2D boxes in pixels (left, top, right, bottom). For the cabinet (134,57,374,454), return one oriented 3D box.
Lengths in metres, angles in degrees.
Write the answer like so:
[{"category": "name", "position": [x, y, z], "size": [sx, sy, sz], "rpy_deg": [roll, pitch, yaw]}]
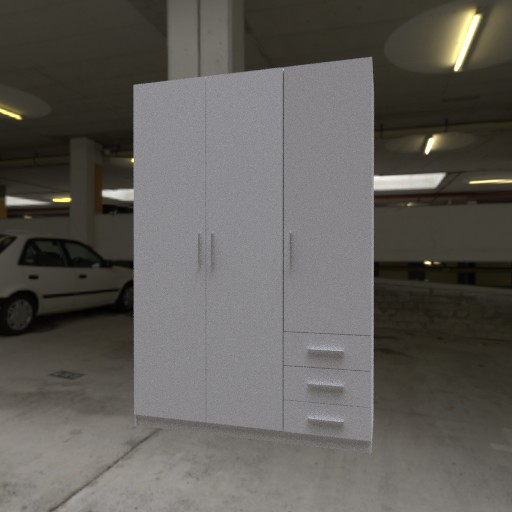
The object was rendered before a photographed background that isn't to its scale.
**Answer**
[{"category": "cabinet", "position": [0.000, 0.000, 2.532], "size": [1.290, 1.910, 0.510], "rpy_deg": [0, 0, 16]}]
